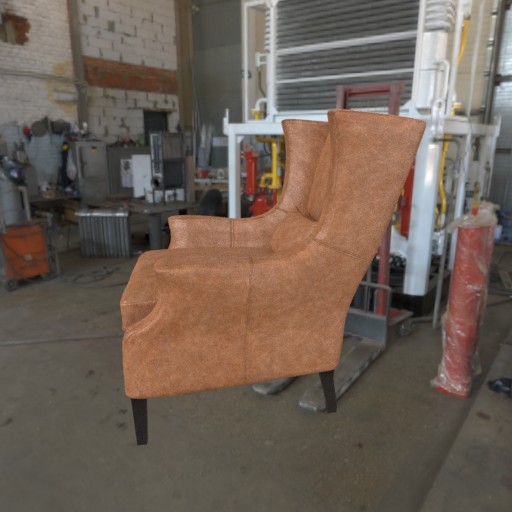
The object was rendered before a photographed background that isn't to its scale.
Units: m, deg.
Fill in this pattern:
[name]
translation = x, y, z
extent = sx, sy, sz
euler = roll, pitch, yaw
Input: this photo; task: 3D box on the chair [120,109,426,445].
[chair]
translation = 0.000, 0.000, 1.670
extent = 0.926, 1.016, 0.853
euler = -2, 15, -8
